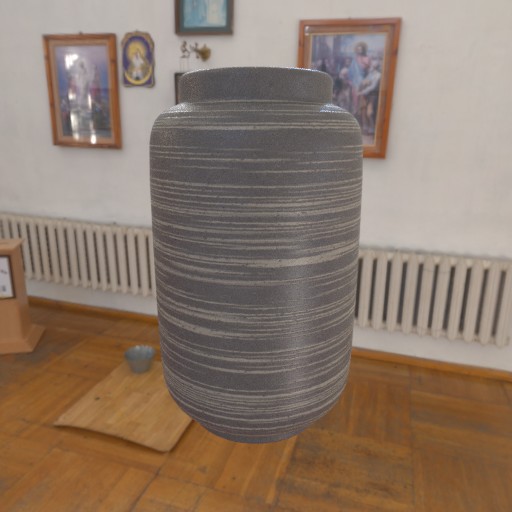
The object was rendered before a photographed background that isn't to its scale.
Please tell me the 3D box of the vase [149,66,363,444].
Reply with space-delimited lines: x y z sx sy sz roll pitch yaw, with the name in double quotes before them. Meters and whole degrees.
"vase" 0.000 0.000 0.661 0.297 0.499 0.297 0 16 0
